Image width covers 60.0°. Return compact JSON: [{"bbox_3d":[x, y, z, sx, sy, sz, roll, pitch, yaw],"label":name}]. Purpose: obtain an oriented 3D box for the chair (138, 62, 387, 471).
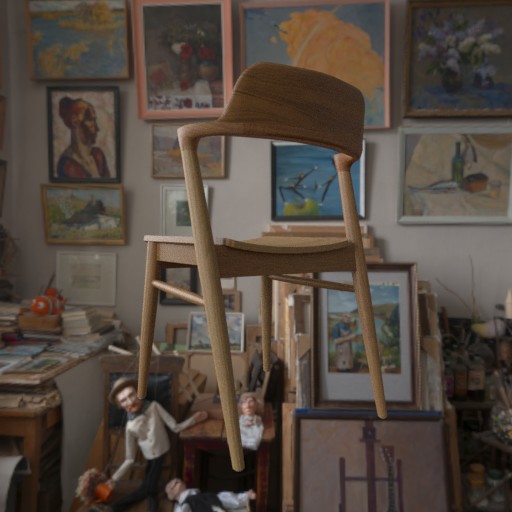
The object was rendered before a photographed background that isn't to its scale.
[{"bbox_3d":[0.000,0.000,1.149,0.512,0.792,0.499,-1,2,-36],"label":"chair"}]
